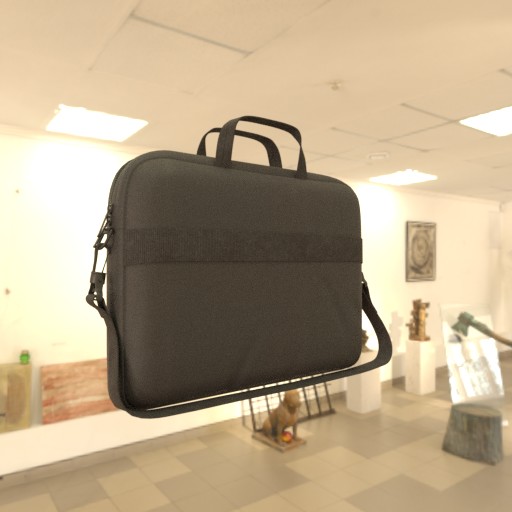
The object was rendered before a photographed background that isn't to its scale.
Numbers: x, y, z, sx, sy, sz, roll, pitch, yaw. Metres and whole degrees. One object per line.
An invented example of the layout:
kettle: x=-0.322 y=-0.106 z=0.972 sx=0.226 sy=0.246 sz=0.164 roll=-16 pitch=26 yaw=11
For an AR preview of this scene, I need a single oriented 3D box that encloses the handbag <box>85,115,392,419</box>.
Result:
handbag: x=0.000 y=0.000 z=0.431 sx=0.320 sy=0.244 sz=0.089 roll=0 pitch=-1 yaw=-36
